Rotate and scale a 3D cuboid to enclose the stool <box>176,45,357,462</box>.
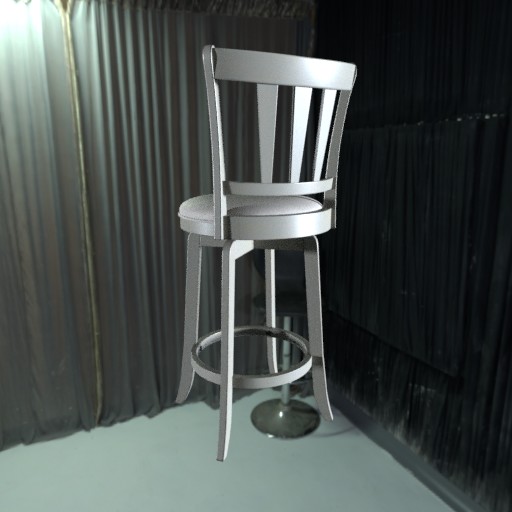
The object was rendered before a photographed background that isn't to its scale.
[{"bbox_3d":[0.000,0.000,1.299,0.436,1.042,0.475,-7,15,-29],"label":"stool"}]
